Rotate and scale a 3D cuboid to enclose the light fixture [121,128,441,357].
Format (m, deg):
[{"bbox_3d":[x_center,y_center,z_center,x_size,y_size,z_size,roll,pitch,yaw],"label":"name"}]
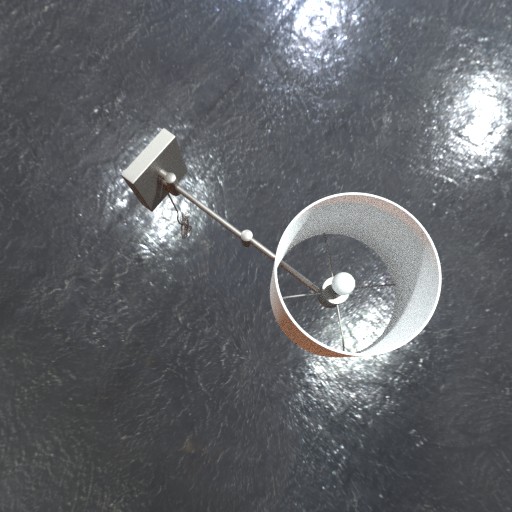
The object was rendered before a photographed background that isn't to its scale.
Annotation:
[{"bbox_3d":[0.000,0.000,0.878,0.516,0.651,0.203,37,79,8],"label":"light fixture"}]
